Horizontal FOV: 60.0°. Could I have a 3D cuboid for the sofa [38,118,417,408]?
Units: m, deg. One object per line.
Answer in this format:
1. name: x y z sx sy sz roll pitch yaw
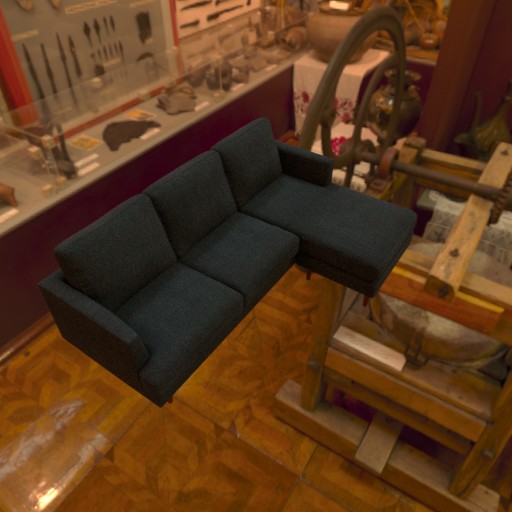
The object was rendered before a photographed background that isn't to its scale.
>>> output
1. sofa: 0.000 0.000 3.011 1.504 0.956 2.233 25 48 25
